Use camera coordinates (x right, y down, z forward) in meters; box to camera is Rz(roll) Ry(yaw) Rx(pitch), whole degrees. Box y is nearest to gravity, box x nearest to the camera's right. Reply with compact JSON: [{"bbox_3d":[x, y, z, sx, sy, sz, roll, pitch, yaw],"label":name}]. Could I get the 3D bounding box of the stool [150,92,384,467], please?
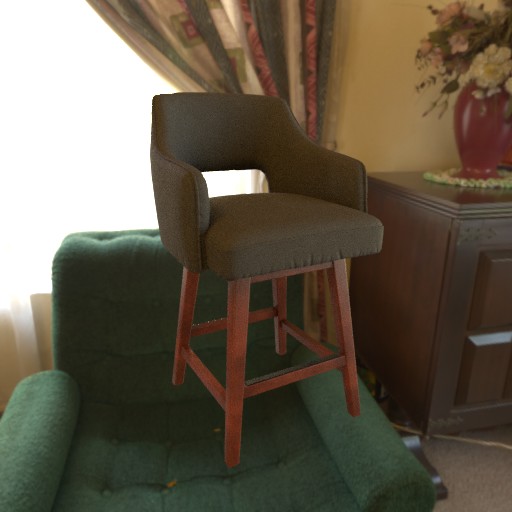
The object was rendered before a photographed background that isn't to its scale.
[{"bbox_3d":[0.000,0.000,1.283,0.548,0.912,0.558,-9,20,-28],"label":"stool"}]
